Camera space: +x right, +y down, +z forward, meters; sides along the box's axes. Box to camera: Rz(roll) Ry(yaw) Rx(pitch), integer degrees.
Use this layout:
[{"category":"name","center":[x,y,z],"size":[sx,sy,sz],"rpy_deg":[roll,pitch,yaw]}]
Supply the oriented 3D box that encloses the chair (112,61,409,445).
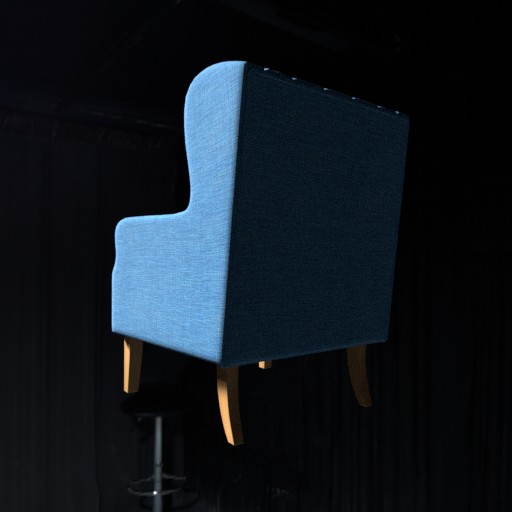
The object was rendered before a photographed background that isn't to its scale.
[{"category":"chair","center":[0.000,0.000,1.484],"size":[0.711,0.952,0.775],"rpy_deg":[1,-1,-37]}]
